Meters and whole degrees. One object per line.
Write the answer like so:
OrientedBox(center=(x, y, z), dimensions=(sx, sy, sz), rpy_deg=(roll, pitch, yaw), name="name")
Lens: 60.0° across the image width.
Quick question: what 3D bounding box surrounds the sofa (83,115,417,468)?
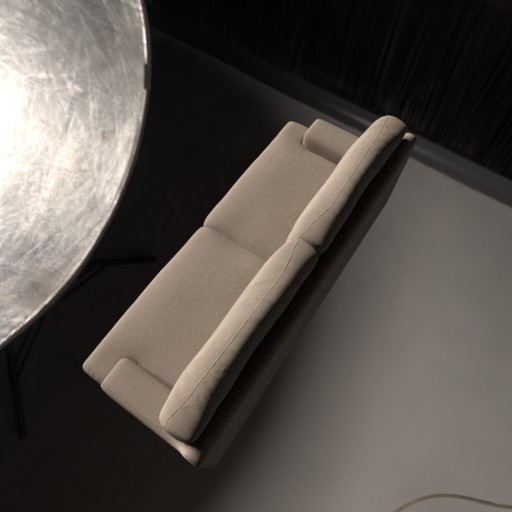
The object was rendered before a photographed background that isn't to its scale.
OrientedBox(center=(0.000, 0.000, 2.833), dimensions=(0.962, 0.980, 2.354), rpy_deg=(31, 68, 15), name="sofa")
